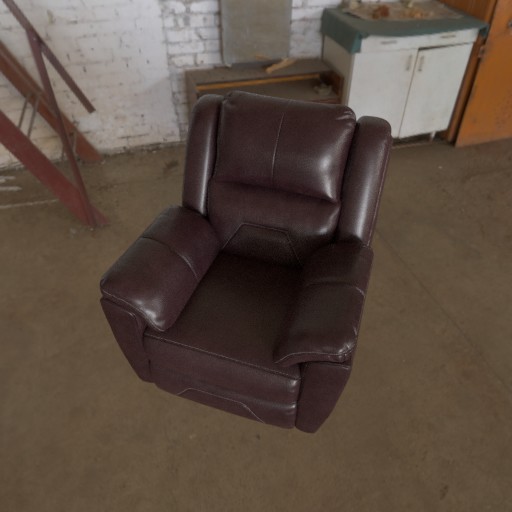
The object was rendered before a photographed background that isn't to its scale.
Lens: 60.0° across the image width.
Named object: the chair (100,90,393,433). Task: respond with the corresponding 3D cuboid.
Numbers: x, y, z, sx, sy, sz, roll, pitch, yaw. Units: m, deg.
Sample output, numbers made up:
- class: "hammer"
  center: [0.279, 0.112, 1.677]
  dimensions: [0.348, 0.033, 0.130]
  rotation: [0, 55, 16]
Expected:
- class: "chair"
  center: [0.000, 0.000, 1.941]
  dimensions: [0.990, 1.093, 1.041]
  rotation: [13, 44, 14]
